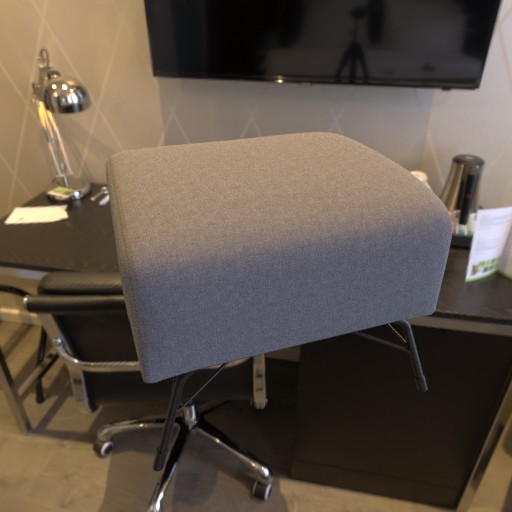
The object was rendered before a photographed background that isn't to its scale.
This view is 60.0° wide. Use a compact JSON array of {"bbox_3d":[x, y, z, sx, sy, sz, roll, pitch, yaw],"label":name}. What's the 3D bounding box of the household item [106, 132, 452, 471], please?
[{"bbox_3d":[0.000,0.000,0.896,0.530,0.410,0.530,-10,32,-16],"label":"household item"}]
